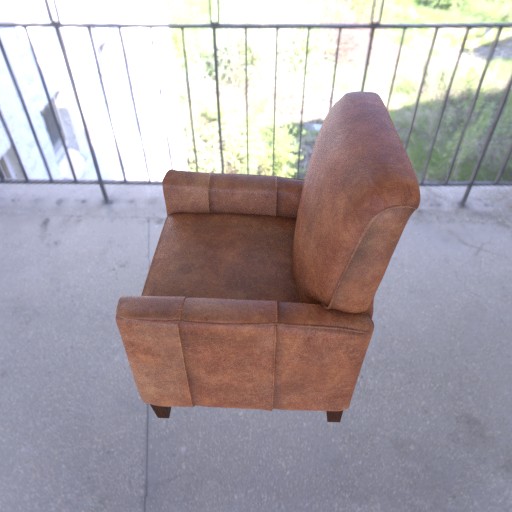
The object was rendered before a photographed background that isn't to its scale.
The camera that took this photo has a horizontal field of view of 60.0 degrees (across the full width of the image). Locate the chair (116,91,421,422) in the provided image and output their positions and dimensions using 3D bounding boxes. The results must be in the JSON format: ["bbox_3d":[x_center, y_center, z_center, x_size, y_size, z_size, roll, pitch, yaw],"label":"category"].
[{"bbox_3d":[0.000,0.000,1.644,0.836,1.043,0.843,1,41,2],"label":"chair"}]
